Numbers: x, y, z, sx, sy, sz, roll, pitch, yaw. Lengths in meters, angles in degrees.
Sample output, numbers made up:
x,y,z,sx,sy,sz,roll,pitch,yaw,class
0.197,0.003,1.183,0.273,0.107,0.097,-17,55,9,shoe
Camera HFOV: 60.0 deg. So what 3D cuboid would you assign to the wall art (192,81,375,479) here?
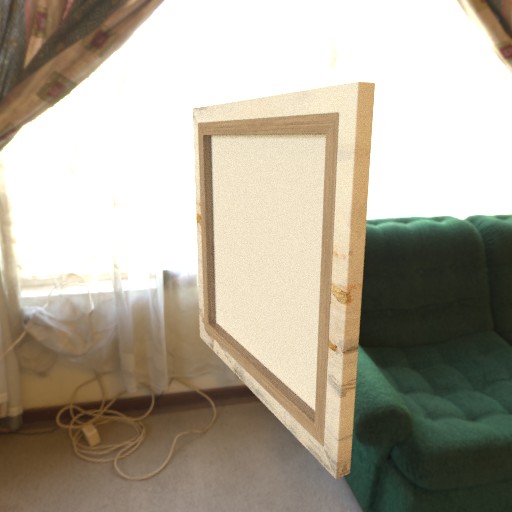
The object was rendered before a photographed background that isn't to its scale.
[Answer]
x,y,z,sx,sy,sz,roll,pitch,yaw,class
0.000,0.000,1.128,0.038,0.755,0.753,-8,17,-27,wall art
